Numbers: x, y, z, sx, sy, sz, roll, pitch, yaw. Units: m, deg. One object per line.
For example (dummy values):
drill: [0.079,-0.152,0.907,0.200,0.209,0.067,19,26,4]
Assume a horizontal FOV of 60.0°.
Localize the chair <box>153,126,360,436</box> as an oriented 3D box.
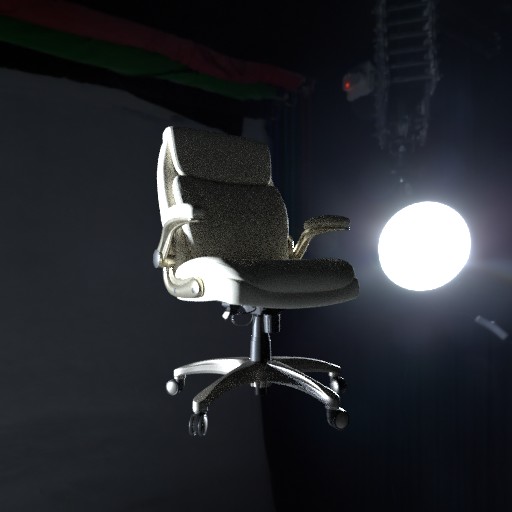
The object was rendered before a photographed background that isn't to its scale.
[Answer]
chair: [0.000,0.000,1.691,0.740,1.110,0.794,1,-1,-36]
